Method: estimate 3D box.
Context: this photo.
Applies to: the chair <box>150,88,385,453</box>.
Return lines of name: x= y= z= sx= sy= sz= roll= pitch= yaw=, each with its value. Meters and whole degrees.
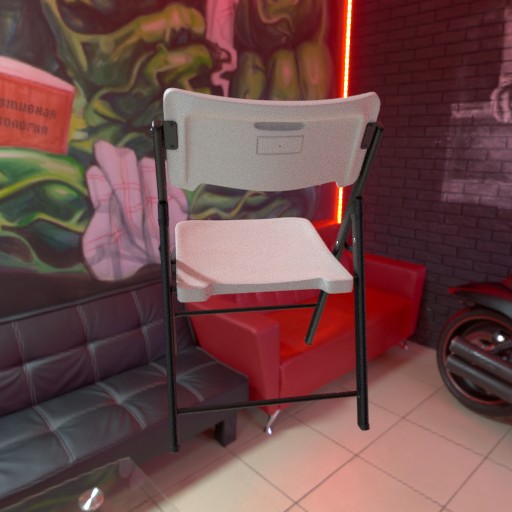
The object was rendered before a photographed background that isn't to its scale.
chair: x=0.000 y=0.000 z=1.151 sx=0.482 sy=0.765 sz=0.577 roll=-3 pitch=15 yaw=-10
